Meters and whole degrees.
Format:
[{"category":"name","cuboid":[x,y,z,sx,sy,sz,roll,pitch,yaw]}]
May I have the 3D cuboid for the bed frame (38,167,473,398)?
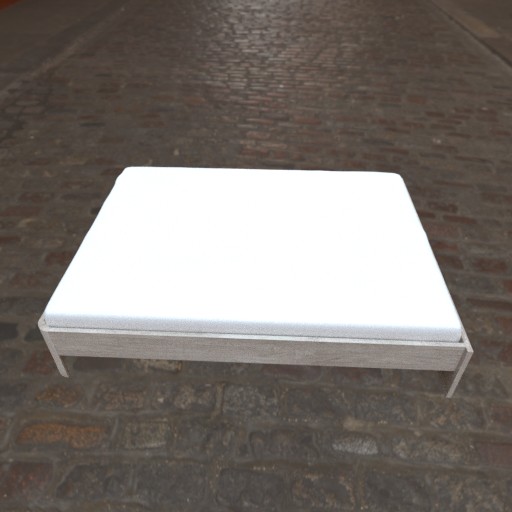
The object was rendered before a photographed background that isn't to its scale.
[{"category":"bed frame","cuboid":[0.000,0.000,2.596,1.950,0.462,1.490,2,40,2]}]
